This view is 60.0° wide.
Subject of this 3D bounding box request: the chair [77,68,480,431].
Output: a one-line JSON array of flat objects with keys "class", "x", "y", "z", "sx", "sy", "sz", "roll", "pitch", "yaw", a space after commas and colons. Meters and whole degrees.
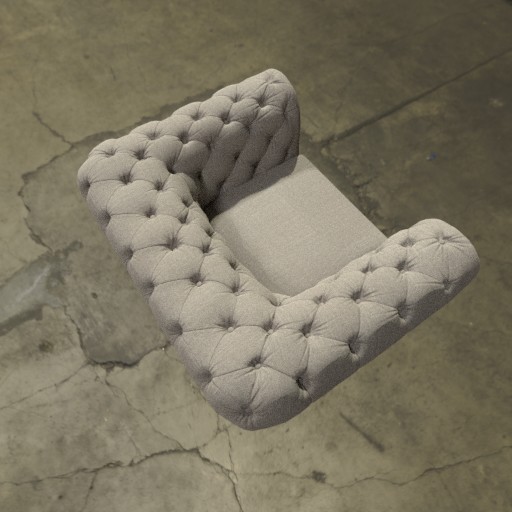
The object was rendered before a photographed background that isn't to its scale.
[{"class": "chair", "x": 0.000, "y": 0.000, "z": 1.843, "sx": 0.976, "sy": 0.770, "sz": 1.270, "roll": -30, "pitch": 63, "yaw": -17}]
